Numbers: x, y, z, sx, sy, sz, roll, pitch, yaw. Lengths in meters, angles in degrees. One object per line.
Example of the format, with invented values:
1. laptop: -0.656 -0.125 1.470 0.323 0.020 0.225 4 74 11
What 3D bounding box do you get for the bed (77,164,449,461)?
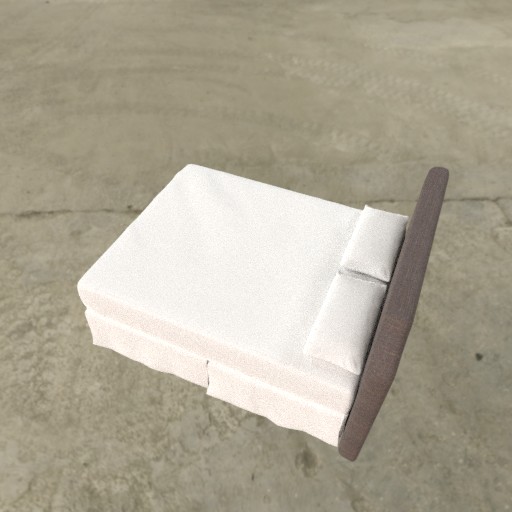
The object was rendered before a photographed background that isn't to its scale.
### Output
1. bed: 0.000 0.000 3.140 2.116 1.290 1.693 18 50 16
